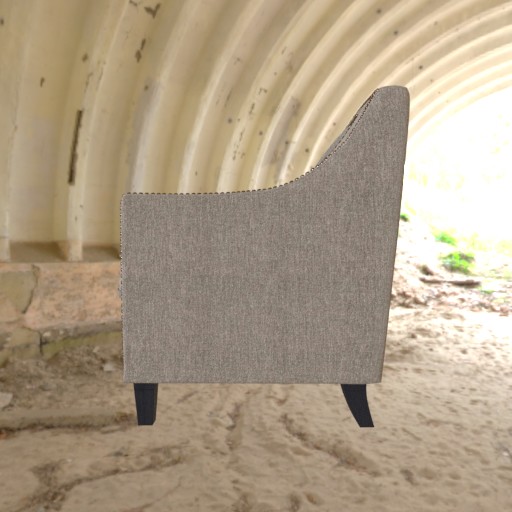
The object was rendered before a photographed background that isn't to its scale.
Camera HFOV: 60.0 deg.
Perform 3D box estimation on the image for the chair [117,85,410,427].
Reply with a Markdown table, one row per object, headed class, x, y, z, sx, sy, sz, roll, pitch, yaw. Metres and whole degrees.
| class | x | y | z | sx | sy | sz | roll | pitch | yaw |
| --- | --- | --- | --- | --- | --- | --- | --- | --- | --- |
| chair | 0.000 | 0.000 | 1.615 | 0.884 | 0.967 | 0.776 | 0 | 0 | 0 |
